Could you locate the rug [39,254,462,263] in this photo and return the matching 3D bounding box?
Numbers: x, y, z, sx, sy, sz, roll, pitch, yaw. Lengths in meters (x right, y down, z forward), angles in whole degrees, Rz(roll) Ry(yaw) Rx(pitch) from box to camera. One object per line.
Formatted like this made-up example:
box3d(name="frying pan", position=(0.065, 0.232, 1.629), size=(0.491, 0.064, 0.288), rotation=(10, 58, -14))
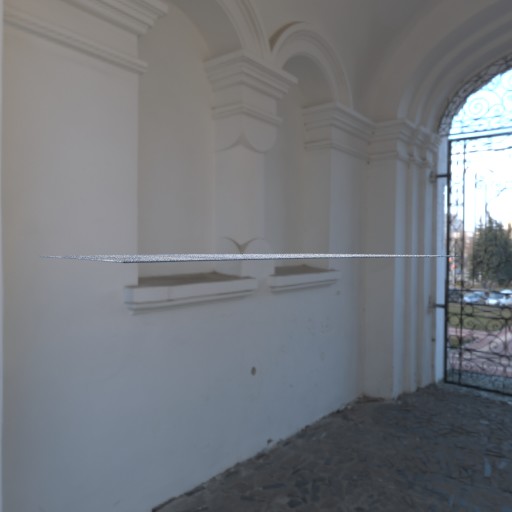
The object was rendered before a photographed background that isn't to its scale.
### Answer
box3d(name="rug", position=(0.000, 0.000, 2.164), size=(1.740, 0.010, 1.135), rotation=(-1, 1, -36))
